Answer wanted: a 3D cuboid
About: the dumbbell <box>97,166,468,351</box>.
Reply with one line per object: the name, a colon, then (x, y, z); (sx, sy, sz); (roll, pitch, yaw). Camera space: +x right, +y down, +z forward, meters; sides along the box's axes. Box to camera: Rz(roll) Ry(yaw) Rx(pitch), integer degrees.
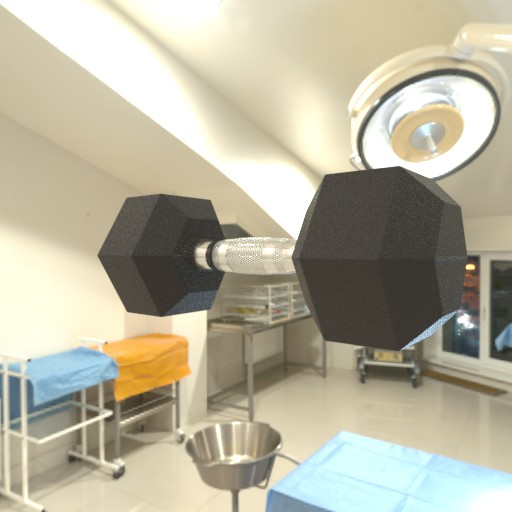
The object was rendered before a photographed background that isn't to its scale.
dumbbell: (0.000, 0.000, 0.376); (0.315, 0.113, 0.129); (1, 1, 38)
